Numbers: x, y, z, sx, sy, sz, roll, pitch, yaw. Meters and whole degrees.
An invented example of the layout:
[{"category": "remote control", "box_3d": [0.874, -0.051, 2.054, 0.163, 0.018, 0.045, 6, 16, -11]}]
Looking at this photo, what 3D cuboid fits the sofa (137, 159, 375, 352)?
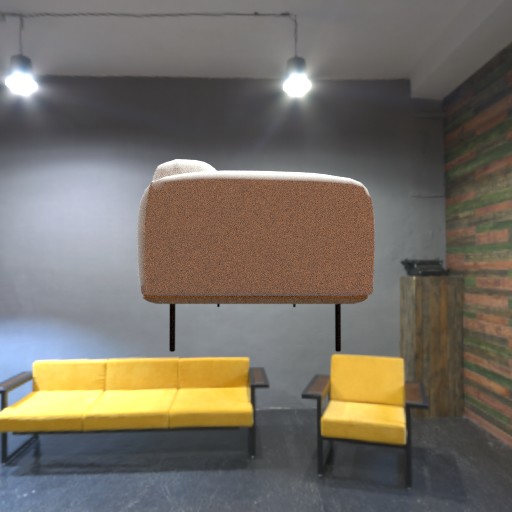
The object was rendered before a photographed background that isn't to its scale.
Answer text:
[{"category": "sofa", "box_3d": [0.000, 0.000, 2.667, 0.870, 0.780, 2.280, 0, -2, 0]}]
